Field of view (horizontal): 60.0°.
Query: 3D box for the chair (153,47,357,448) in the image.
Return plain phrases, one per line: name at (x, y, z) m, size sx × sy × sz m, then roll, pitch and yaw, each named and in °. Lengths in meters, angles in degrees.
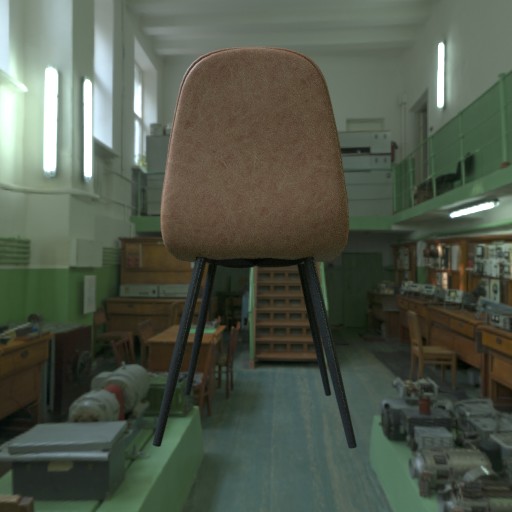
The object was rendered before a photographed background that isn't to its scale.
chair at (0.000, 0.000, 1.215) m, size 0.472 × 0.889 × 0.561 m, roll 0°, pitch -1°, yaw 1°
